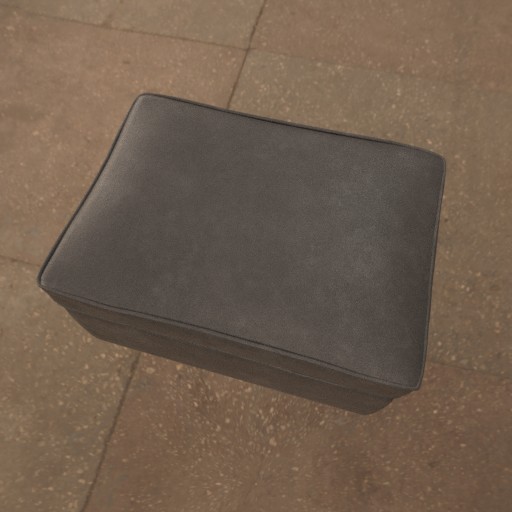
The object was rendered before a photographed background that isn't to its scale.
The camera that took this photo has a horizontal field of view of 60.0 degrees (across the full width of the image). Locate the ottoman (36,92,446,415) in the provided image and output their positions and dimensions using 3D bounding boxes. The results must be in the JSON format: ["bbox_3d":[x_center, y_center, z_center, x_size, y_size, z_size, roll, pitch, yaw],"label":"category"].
[{"bbox_3d":[0.000,0.000,1.089,0.756,0.445,0.554,14,64,7],"label":"ottoman"}]
